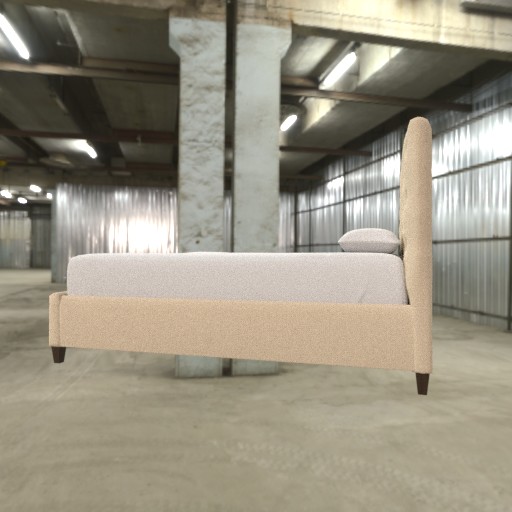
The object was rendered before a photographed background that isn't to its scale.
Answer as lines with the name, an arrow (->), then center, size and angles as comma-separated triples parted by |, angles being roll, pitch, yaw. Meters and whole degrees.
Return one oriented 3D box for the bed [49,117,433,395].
bed -> 0.000, 0.000, 3.391 | 2.387, 1.427, 1.698 | 0, 0, 17
